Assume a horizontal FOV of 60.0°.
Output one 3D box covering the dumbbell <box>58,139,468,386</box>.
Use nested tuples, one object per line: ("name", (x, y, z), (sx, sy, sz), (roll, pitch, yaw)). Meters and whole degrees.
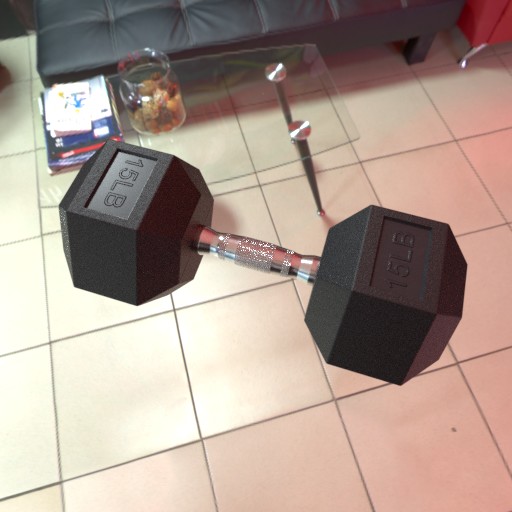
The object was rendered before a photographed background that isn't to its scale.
("dumbbell", (0.000, 0.000, 0.321), (0.271, 0.106, 0.122), (15, 64, 8))
